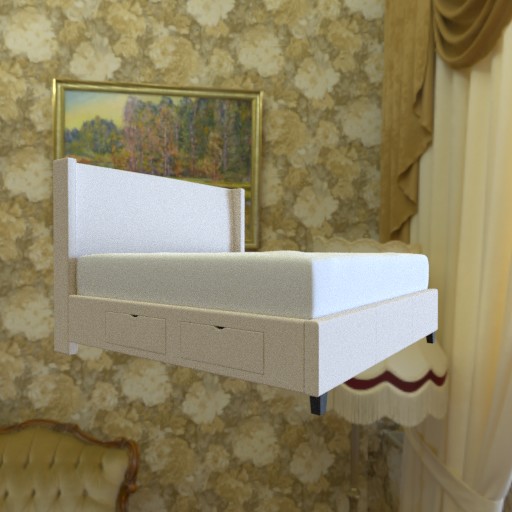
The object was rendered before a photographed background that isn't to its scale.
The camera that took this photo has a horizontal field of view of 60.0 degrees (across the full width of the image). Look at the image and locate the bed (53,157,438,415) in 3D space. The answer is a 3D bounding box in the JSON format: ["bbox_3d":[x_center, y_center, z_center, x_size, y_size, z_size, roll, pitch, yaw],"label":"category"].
[{"bbox_3d":[0.000,0.000,3.573,2.293,1.471,2.145,1,1,36],"label":"bed"}]
